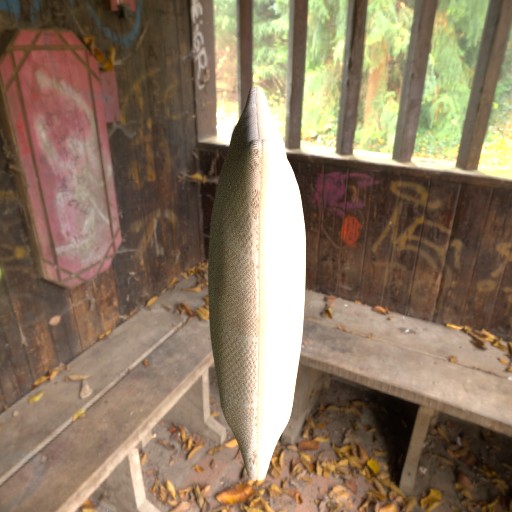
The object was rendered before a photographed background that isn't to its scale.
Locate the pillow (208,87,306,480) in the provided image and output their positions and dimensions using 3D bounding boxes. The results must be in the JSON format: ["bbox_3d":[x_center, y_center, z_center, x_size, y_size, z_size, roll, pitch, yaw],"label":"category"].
[{"bbox_3d":[0.000,0.000,0.661,0.138,0.432,0.436,0,26,-1],"label":"pillow"}]
